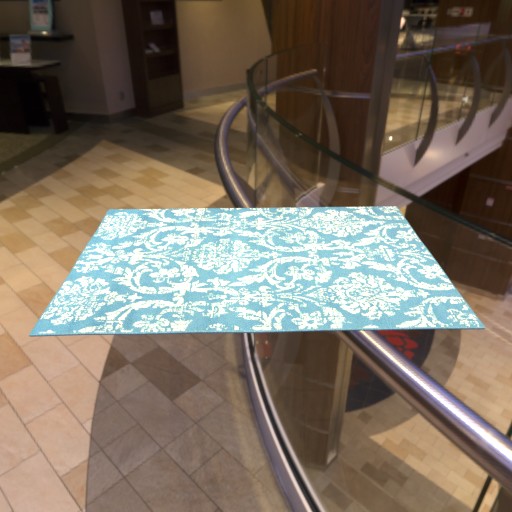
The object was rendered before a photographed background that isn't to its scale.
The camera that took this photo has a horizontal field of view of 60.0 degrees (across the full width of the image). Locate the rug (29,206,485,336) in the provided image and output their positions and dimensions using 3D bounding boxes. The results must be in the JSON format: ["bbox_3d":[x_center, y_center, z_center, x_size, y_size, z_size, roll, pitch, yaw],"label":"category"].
[{"bbox_3d":[0.000,0.000,2.299,1.833,0.012,1.211,-1,30,-1],"label":"rug"}]
